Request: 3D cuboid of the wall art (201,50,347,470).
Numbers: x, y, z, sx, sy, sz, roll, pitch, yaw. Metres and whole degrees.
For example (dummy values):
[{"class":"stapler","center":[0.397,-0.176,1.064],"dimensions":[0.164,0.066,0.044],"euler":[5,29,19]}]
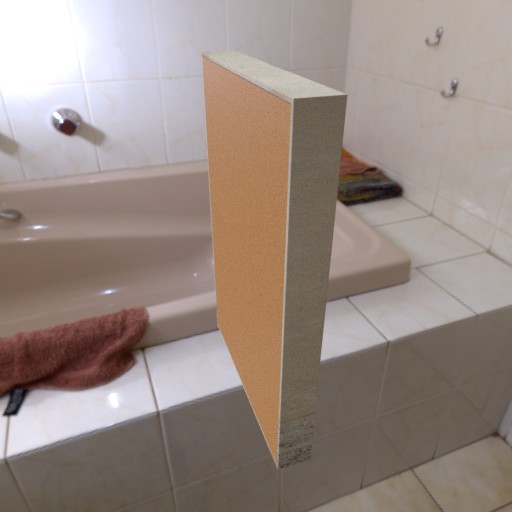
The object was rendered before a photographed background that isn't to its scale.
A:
[{"class":"wall art","center":[0.000,0.000,0.482],"dimensions":[0.038,0.381,0.254],"euler":[-10,32,-16]}]
